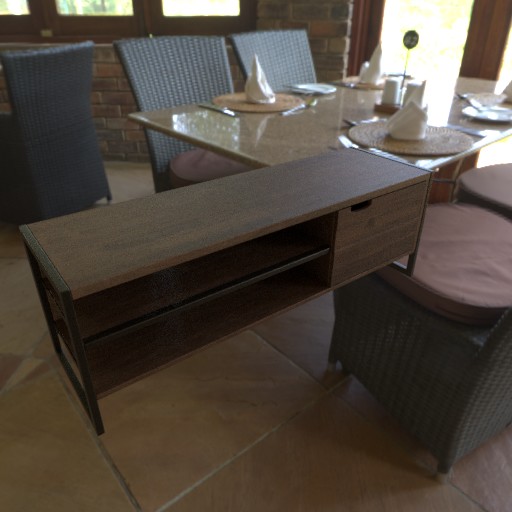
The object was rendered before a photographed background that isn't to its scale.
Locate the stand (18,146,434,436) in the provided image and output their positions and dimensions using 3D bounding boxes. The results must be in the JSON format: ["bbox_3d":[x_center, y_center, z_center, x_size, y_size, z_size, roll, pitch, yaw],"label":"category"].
[{"bbox_3d":[0.000,0.000,1.708,1.480,0.506,0.454,-20,35,-31],"label":"stand"}]
